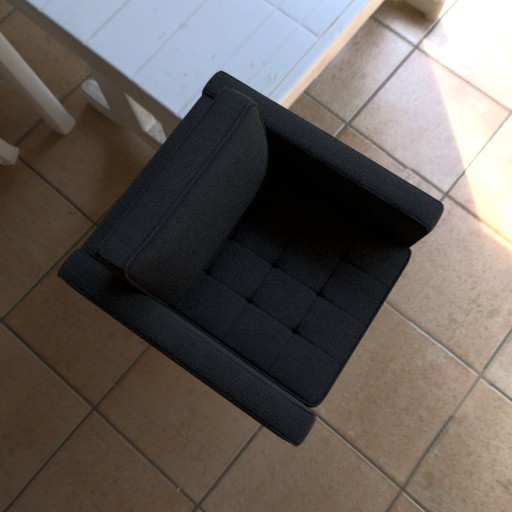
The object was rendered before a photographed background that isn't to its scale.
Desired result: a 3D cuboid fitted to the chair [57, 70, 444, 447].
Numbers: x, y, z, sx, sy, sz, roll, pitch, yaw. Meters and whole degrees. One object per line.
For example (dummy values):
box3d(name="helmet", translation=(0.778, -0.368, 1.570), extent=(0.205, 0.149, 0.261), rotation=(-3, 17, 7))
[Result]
box3d(name="chair", translation=(0.000, 0.000, 1.583), extent=(0.919, 0.770, 0.899), rotation=(33, 79, 7))
